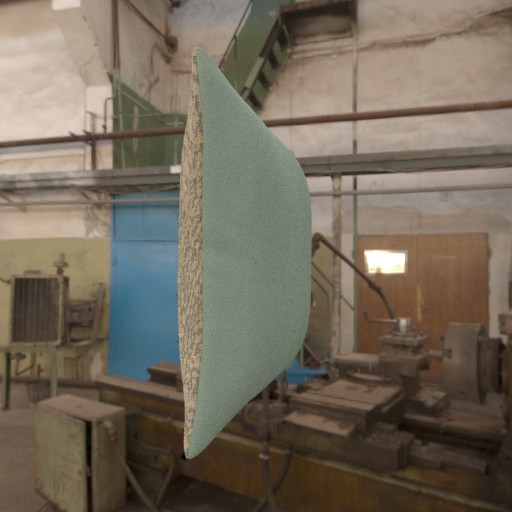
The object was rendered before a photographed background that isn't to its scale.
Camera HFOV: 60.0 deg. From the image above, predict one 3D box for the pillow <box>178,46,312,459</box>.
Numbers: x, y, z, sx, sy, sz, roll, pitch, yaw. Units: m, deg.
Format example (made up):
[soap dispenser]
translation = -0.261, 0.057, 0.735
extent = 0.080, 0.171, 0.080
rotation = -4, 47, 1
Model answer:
[pillow]
translation = 0.000, 0.000, 0.791
extent = 0.166, 0.507, 0.526
rotation = 0, -1, 17
